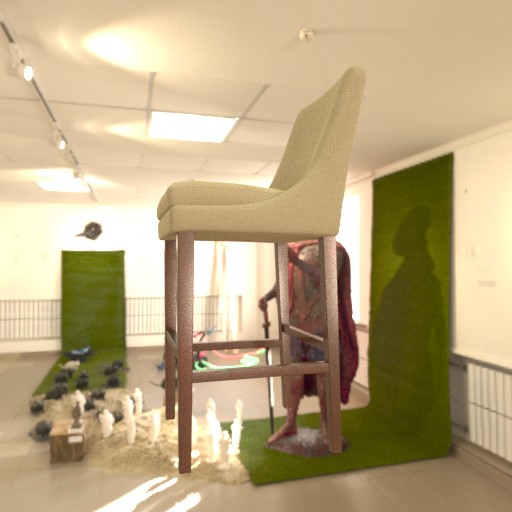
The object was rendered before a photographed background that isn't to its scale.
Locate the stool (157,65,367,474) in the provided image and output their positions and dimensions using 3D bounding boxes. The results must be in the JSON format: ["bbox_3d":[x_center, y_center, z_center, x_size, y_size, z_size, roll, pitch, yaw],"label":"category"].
[{"bbox_3d":[0.000,0.000,1.365,0.577,1.078,0.470,0,-1,-16],"label":"stool"}]
